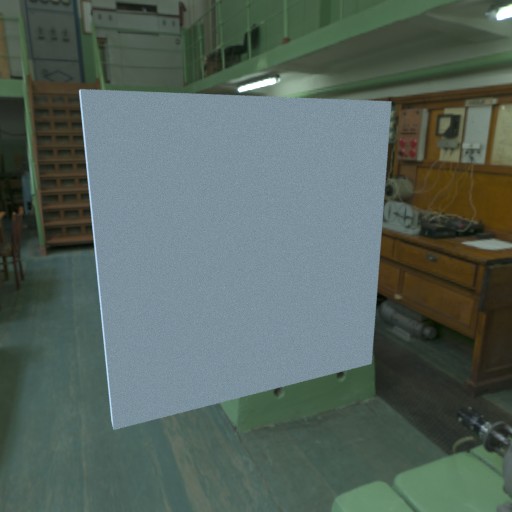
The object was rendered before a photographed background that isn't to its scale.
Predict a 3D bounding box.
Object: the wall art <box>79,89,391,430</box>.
[{"bbox_3d":[0.000,0.000,0.824,0.559,0.559,0.028,-7,17,-24],"label":"wall art"}]
